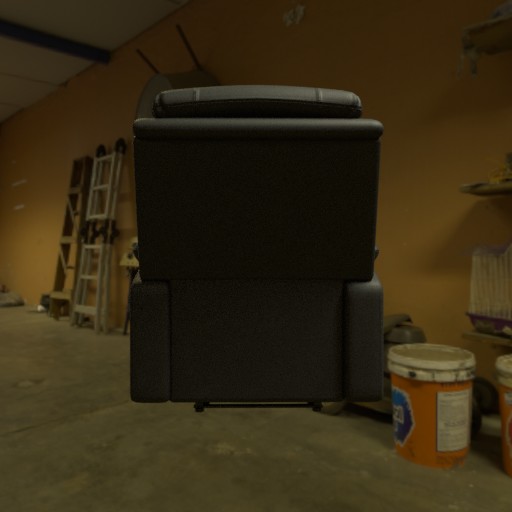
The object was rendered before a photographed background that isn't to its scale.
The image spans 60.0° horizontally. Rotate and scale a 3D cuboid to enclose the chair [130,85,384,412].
[{"bbox_3d":[0.000,0.000,1.661,0.855,0.992,0.919,0,0,-1],"label":"chair"}]
